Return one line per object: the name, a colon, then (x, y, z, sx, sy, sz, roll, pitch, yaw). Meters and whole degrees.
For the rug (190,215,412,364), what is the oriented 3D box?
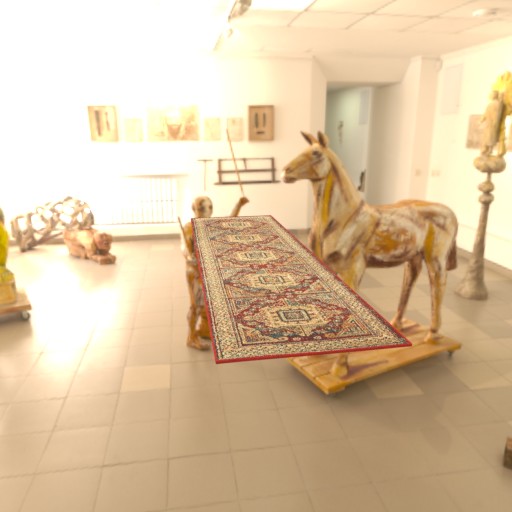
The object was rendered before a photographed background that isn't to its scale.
rug: (0.000, 0.000, 2.508, 0.659, 0.015, 2.292, -3, 16, -10)
